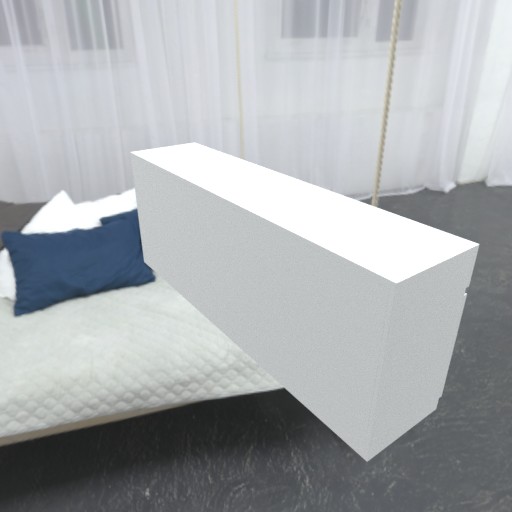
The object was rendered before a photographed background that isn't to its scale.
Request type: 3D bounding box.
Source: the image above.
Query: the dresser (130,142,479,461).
[{"bbox_3d":[0.000,0.000,2.541,0.500,0.840,2.200,-18,32,-32],"label":"dresser"}]
